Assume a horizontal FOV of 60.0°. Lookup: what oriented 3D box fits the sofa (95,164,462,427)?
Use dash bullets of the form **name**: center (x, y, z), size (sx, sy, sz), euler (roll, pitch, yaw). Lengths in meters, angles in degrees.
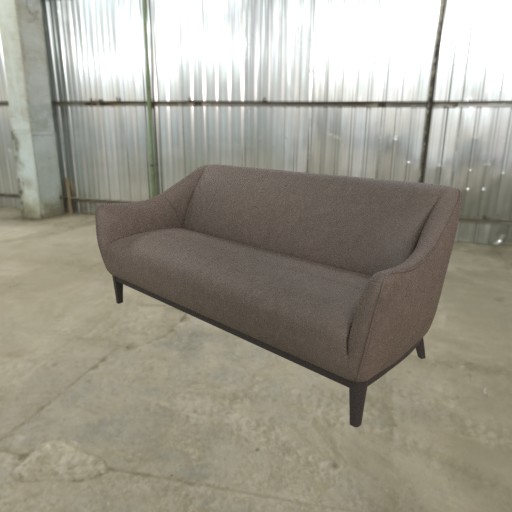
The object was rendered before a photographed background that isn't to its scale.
- **sofa**: center (0.000, 0.000, 2.370), size (1.928, 0.831, 0.869), euler (15, 22, 42)
